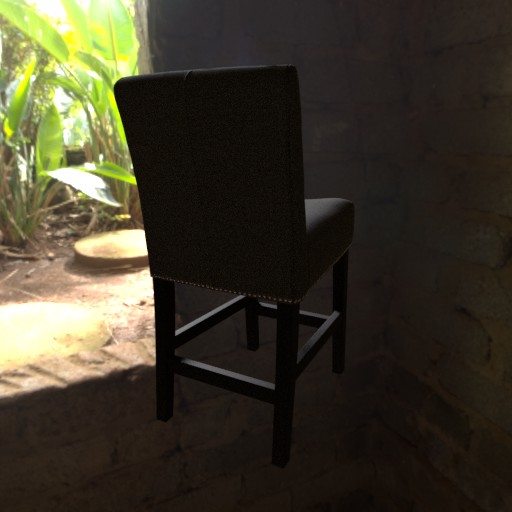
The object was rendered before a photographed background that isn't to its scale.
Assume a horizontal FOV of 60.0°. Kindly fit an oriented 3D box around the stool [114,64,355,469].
[{"bbox_3d":[0.000,0.000,1.202,0.427,0.885,0.571,8,18,27],"label":"stool"}]
